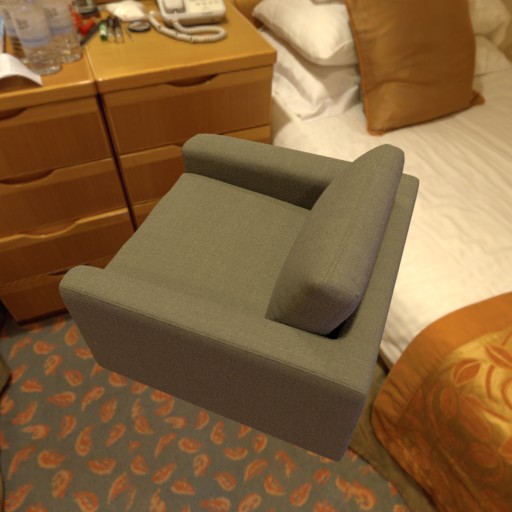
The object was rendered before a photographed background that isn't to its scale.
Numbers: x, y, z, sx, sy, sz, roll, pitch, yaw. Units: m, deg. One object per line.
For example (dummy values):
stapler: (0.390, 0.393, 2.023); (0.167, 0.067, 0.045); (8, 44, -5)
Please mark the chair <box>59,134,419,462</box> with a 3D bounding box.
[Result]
chair: (0.000, 0.000, 1.825); (1.100, 0.847, 1.070); (16, 49, 15)
